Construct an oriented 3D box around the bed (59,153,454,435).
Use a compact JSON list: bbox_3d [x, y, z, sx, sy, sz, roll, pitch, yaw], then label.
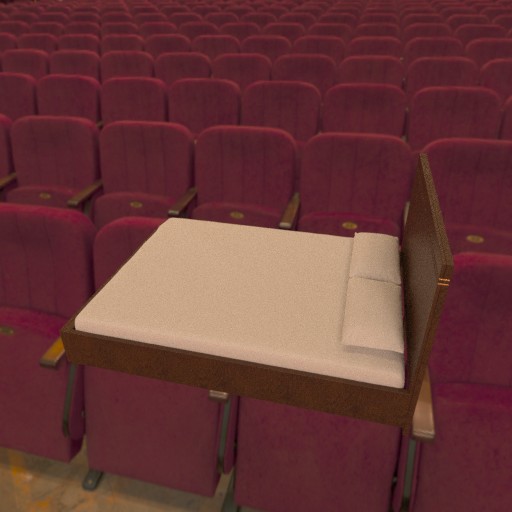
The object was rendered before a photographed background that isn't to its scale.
[{"bbox_3d":[0.000,0.000,3.170,2.221,1.169,1.613,7,32,12],"label":"bed"}]
